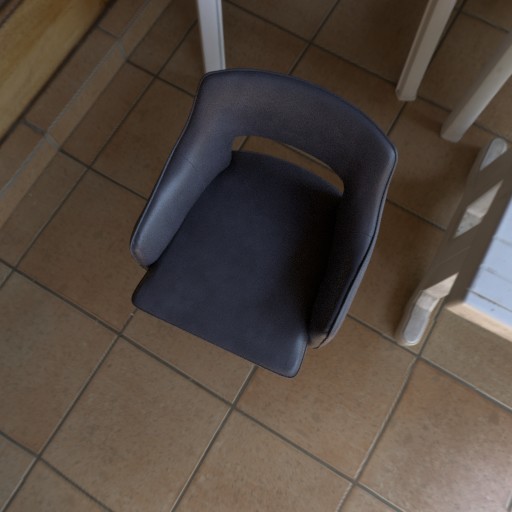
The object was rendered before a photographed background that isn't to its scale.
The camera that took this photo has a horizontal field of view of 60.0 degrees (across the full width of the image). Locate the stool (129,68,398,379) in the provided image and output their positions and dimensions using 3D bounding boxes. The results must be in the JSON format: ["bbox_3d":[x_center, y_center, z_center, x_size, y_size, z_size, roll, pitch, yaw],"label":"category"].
[{"bbox_3d":[0.000,0.000,1.286,0.550,0.936,0.560,24,77,6],"label":"stool"}]
